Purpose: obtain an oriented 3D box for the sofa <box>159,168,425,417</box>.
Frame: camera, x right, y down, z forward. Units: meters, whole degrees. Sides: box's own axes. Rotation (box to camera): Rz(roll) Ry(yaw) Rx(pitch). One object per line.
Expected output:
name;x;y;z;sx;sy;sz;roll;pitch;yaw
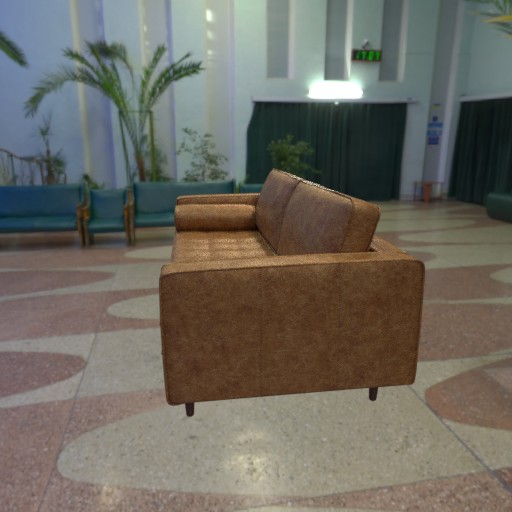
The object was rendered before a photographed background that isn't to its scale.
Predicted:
sofa;0.000;0.000;2.401;0.924;0.825;1.920;-2;15;-8
